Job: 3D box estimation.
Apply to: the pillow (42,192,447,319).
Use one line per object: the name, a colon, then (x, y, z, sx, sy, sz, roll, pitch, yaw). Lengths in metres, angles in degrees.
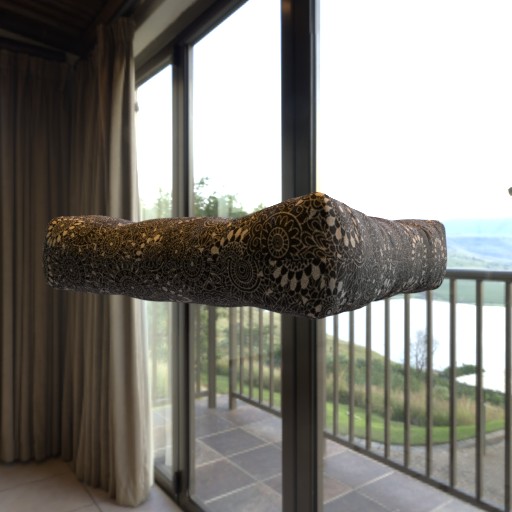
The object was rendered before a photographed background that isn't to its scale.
pillow: (0.000, 0.000, 0.708, 0.490, 0.128, 0.468, 0, 1, 35)
